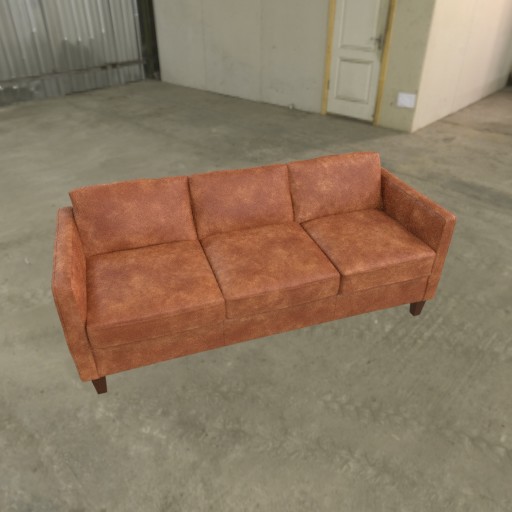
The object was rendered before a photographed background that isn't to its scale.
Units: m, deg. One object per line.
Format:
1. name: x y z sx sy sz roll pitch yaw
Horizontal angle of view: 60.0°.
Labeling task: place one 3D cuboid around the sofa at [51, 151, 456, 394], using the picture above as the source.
1. sofa: 0.000 0.000 3.041 2.464 1.006 1.045 -10 35 -16
